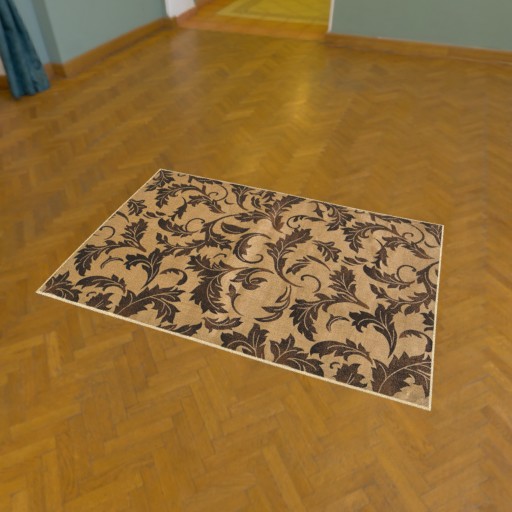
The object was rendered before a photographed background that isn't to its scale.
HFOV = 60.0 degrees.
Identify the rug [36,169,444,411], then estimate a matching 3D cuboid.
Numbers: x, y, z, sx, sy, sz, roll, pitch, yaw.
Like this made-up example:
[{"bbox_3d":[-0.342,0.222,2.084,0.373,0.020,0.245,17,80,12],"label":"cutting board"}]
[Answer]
[{"bbox_3d":[0.000,0.000,2.898,2.284,0.008,1.522,13,43,15],"label":"rug"}]
